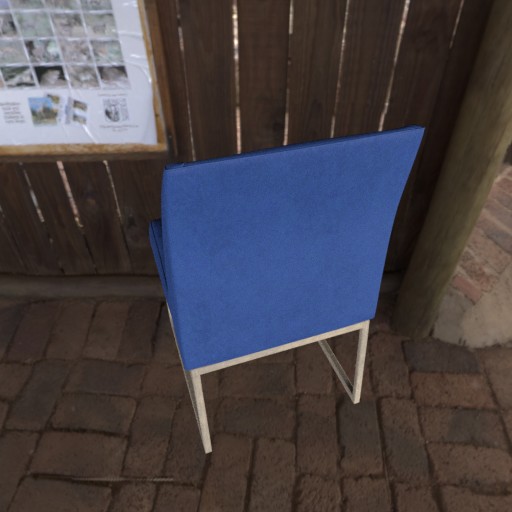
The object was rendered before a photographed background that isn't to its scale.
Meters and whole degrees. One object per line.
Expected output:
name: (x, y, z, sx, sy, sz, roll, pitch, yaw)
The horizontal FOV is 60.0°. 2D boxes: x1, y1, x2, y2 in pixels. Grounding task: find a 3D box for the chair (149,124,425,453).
chair: (0.000, 0.000, 1.180, 0.508, 0.863, 0.522, -13, 42, -15)
